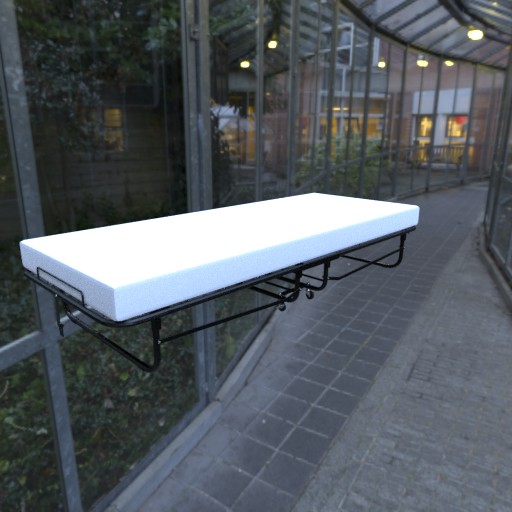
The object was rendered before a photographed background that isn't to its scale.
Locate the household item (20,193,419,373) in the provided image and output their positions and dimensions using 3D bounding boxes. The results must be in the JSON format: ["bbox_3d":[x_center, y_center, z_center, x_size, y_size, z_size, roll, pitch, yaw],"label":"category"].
[{"bbox_3d":[0.000,0.000,2.141,0.787,0.356,1.905,15,22,43],"label":"household item"}]
